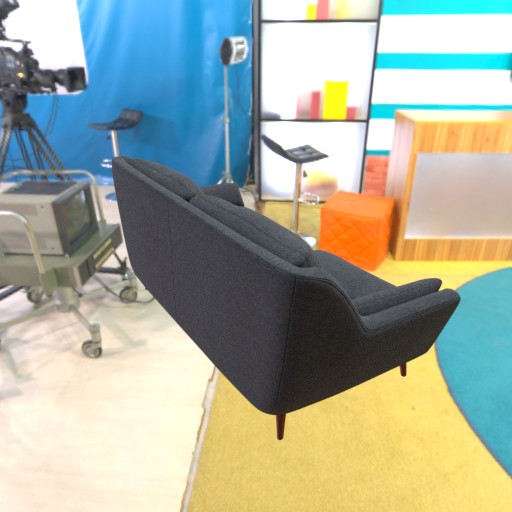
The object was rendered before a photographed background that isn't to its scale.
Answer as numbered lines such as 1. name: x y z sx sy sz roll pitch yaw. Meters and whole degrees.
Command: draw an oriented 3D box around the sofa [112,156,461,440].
1. sofa: 0.000 0.000 2.439 0.975 0.896 1.929 -17 31 -30
